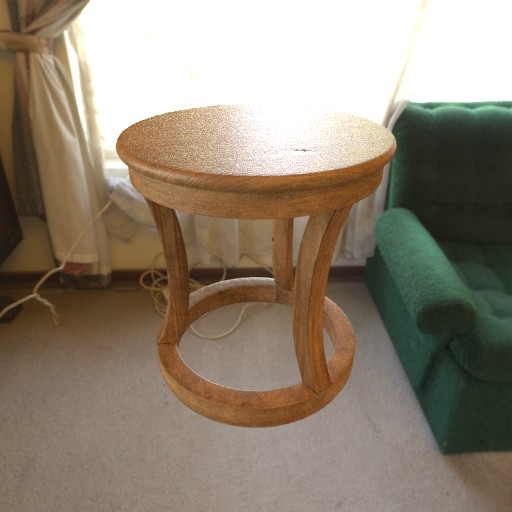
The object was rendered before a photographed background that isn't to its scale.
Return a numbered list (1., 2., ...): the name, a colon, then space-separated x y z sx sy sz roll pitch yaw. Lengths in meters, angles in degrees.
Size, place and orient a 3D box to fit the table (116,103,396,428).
1. table: 0.000 0.000 0.817 0.432 0.460 0.432 0 30 0
